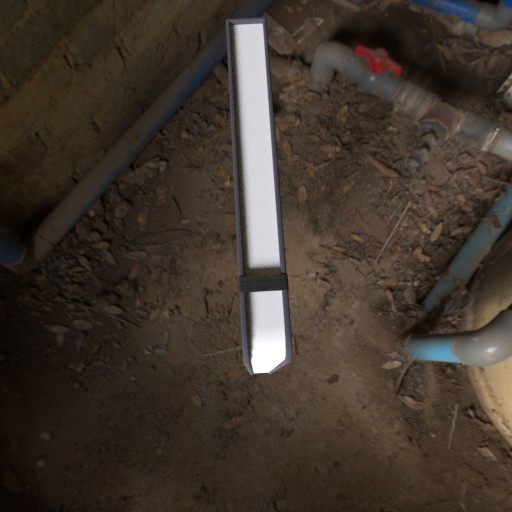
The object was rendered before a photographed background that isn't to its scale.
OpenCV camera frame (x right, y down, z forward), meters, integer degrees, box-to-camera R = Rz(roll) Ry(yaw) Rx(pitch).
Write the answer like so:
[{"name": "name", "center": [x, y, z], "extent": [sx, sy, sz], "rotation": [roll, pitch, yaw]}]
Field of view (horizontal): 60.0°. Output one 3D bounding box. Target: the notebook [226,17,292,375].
[{"name": "notebook", "center": [0.000, 0.000, 0.252], "extent": [0.016, 0.213, 0.127], "rotation": [-3, 74, -1]}]
